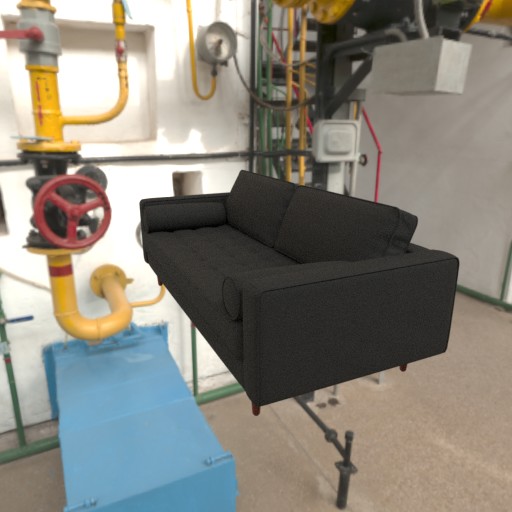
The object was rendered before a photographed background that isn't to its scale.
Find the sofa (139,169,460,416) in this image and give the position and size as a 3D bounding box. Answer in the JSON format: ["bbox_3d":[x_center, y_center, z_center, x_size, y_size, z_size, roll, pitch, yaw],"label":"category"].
[{"bbox_3d":[0.000,0.000,2.414,0.914,0.759,1.875,-8,19,-24],"label":"sofa"}]
